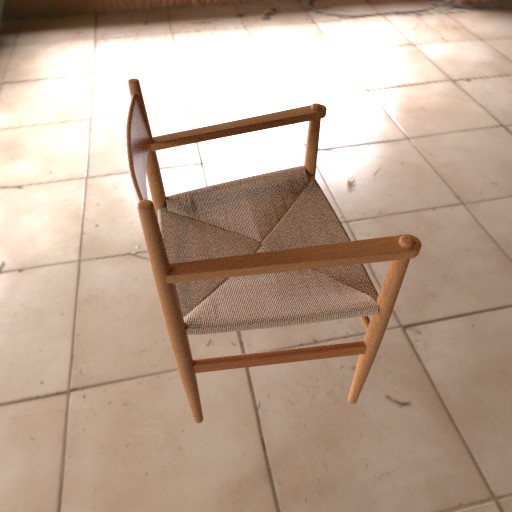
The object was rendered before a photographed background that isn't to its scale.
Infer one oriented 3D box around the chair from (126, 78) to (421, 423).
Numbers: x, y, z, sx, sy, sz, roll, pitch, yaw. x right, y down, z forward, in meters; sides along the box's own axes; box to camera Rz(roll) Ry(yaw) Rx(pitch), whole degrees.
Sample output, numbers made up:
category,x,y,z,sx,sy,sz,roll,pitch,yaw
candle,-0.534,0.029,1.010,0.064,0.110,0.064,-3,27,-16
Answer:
category,x,y,z,sx,sy,sz,roll,pitch,yaw
chair,0.000,0.000,1.115,0.495,0.762,0.556,-10,47,-9
